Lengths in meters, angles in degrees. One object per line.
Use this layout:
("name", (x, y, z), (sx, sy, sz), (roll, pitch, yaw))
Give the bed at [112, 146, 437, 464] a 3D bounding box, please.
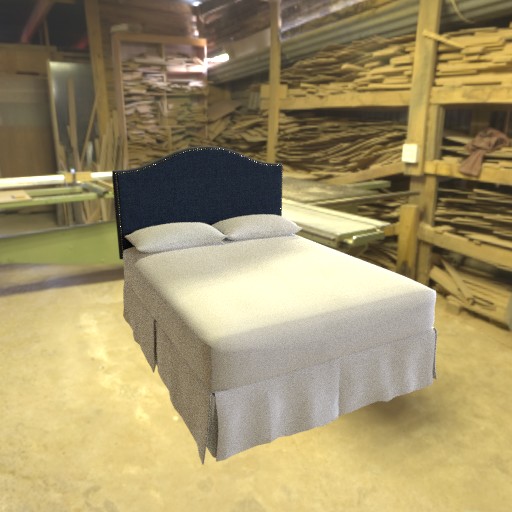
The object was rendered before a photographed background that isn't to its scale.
("bed", (0.000, 0.000, 3.317), (1.713, 1.518, 2.153), (-9, 18, -27))
